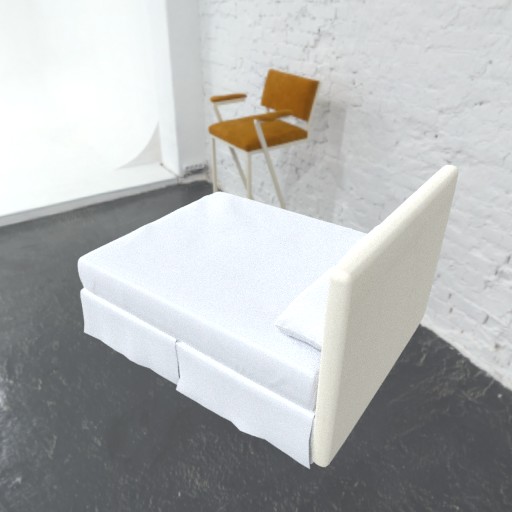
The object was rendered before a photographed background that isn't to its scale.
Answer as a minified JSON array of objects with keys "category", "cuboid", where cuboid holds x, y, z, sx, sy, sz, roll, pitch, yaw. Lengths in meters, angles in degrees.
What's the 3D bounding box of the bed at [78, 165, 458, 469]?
[{"category":"bed","cuboid":[0.000,0.000,3.187,2.142,1.330,1.713,20,36,30]}]
